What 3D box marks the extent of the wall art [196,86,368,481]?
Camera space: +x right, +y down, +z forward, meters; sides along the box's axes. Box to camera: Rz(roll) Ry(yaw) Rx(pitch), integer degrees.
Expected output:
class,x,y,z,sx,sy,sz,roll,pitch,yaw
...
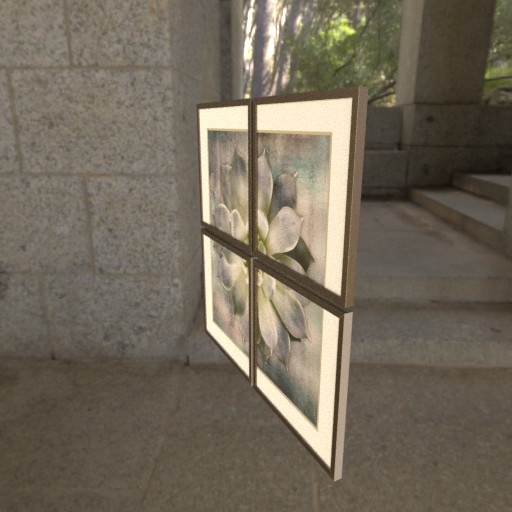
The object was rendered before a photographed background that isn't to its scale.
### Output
class,x,y,z,sx,sy,sz,roll,pitch,yaw
wall art,0.000,0.000,1.534,0.030,1.032,1.032,-8,19,-25
